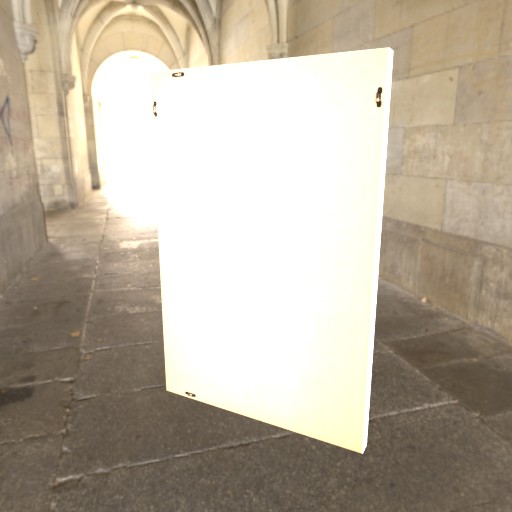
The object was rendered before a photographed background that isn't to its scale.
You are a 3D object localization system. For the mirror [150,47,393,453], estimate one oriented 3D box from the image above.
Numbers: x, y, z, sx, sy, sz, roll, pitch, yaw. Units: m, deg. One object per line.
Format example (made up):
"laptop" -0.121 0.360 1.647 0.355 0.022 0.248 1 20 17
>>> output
"mirror" 0.000 0.000 1.127 0.609 0.915 0.041 7 15 28
